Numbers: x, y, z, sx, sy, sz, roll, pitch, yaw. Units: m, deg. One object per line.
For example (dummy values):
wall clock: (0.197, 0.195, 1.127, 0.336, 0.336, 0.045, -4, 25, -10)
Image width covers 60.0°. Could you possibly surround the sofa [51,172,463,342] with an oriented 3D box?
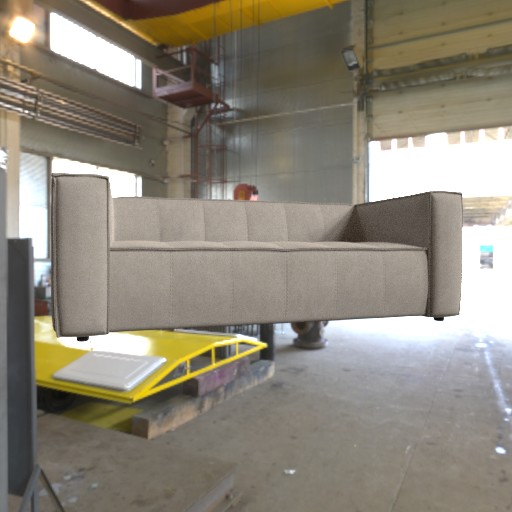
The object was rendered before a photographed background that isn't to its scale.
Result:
sofa: (0.000, 0.000, 2.464, 1.995, 0.680, 1.038, 0, 1, -17)
